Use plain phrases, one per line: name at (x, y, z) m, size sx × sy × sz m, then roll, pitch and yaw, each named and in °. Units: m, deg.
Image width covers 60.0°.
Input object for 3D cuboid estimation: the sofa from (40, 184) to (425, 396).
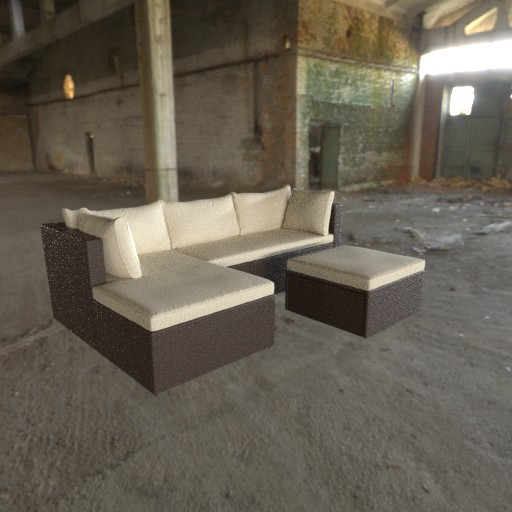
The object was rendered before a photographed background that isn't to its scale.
sofa at (0.000, 0.000, 2.980) m, size 2.192 × 0.766 × 1.612 m, roll -13°, pitch 19°, yaw -42°
